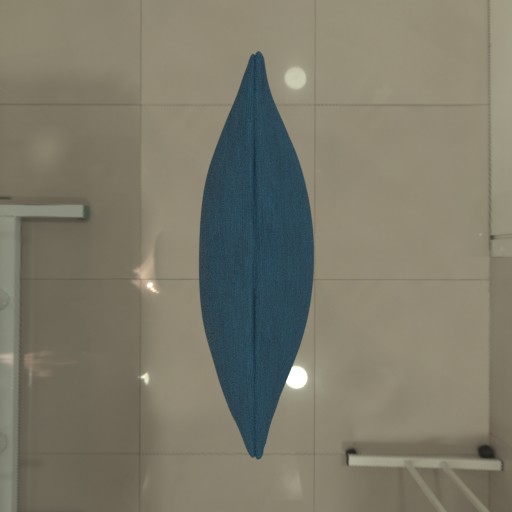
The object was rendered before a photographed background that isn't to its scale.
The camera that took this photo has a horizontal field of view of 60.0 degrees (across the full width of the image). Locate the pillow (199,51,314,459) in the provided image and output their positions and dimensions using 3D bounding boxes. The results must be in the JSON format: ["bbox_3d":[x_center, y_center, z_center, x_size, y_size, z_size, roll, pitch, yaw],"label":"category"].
[{"bbox_3d":[0.000,0.000,0.675,0.177,0.420,0.437,0,90,0],"label":"pillow"}]
